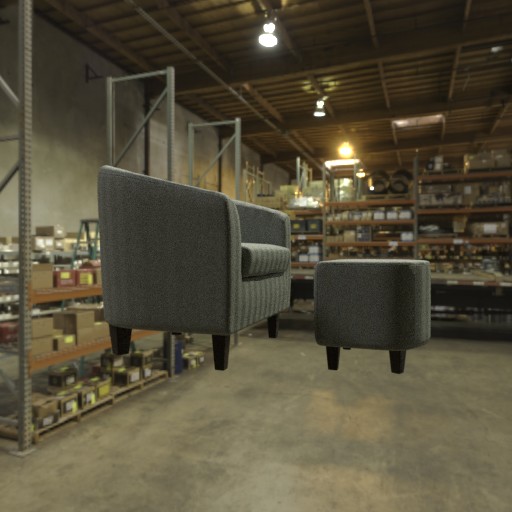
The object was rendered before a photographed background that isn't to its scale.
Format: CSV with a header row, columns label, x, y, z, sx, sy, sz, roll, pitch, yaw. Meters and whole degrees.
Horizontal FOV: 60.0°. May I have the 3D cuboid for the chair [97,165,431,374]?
label,x,y,z,sx,sy,sz,roll,pitch,yaw
chair,0.000,0.000,1.754,1.288,0.757,0.756,0,1,20
